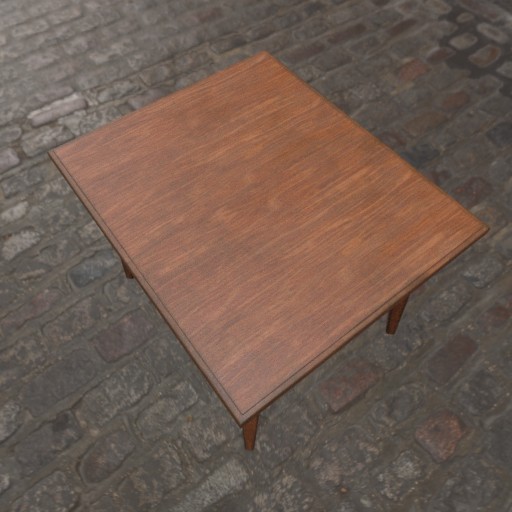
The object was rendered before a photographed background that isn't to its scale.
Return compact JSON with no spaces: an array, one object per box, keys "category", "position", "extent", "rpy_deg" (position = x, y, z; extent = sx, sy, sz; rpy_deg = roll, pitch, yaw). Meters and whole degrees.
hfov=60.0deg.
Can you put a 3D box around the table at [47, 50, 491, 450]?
[{"category":"table","position":[0.000,0.000,1.586],"extent":[0.838,0.761,0.991],"rpy_deg":[-33,64,-18]}]
